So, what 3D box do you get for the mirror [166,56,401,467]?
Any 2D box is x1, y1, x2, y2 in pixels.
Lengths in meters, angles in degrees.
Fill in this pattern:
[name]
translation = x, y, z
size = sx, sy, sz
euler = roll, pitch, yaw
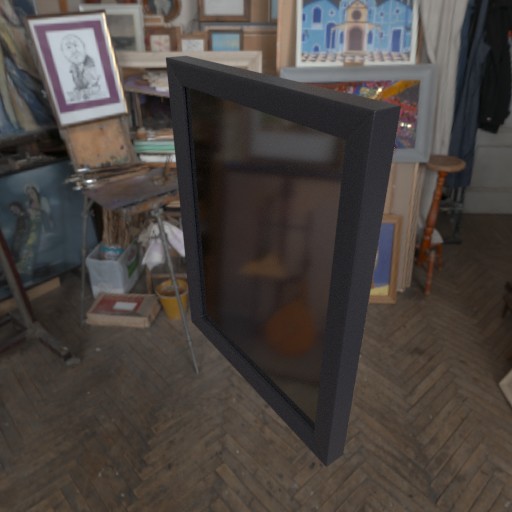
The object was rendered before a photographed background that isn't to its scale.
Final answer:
[mirror]
translation = 0.000, 0.000, 0.664
size = 0.041, 0.508, 0.405
euler = -21, 37, -30
